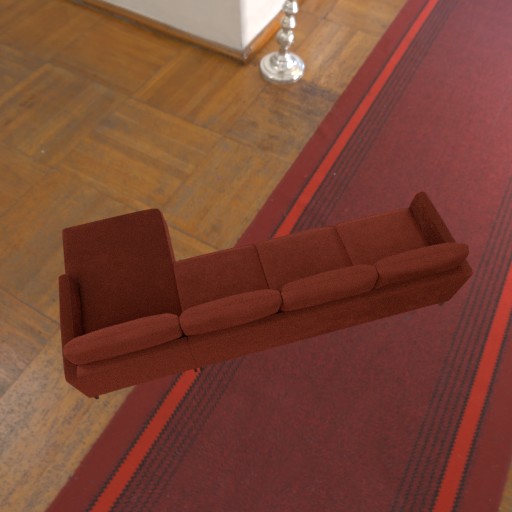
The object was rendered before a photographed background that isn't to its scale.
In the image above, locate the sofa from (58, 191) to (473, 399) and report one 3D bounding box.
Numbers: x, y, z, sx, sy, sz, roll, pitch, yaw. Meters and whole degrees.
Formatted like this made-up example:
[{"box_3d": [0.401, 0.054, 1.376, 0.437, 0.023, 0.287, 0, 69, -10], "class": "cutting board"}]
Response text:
[{"box_3d": [0.000, 0.000, 3.473, 2.932, 0.810, 1.350, -13, 60, -8], "class": "sofa"}]
